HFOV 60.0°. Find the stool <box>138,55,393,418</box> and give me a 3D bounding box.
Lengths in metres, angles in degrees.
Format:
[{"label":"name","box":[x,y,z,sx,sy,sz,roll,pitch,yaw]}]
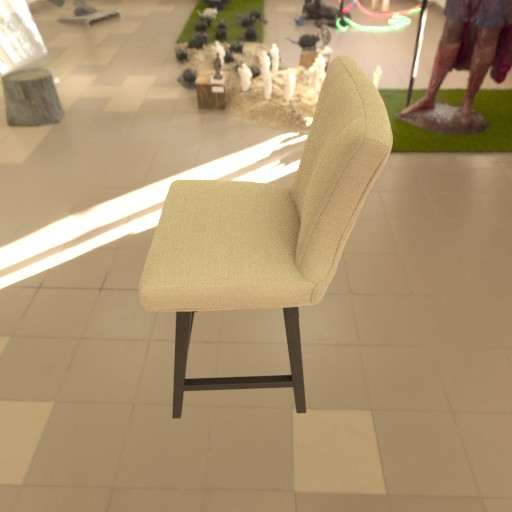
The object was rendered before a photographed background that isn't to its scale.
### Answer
[{"label":"stool","box":[0.000,0.000,1.316,0.574,1.000,0.514,1,41,1]}]
